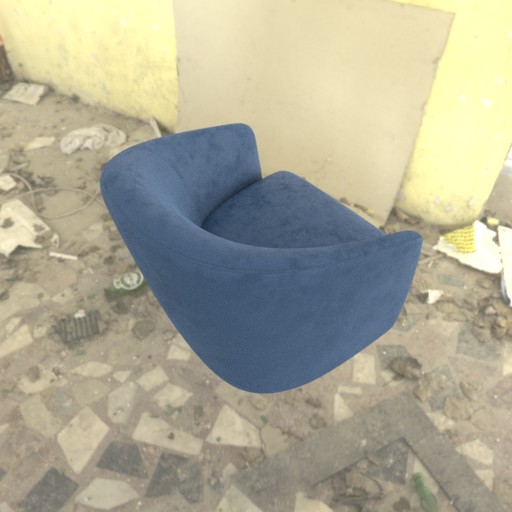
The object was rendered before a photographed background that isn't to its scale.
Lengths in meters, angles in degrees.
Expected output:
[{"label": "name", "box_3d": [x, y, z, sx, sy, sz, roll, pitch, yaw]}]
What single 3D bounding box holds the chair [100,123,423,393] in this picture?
[{"label": "chair", "box_3d": [0.000, 0.000, 1.371, 0.767, 0.698, 0.773, -26, 48, -26]}]
